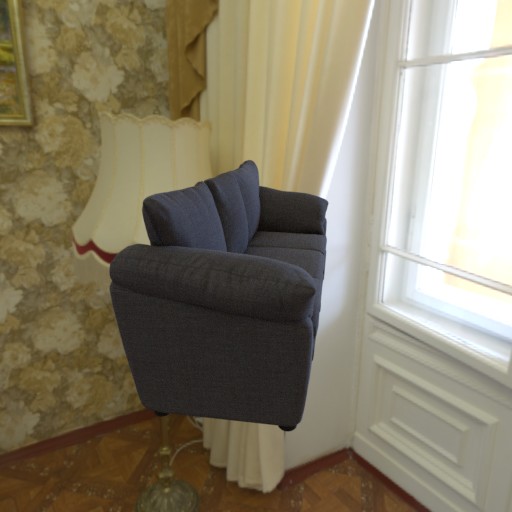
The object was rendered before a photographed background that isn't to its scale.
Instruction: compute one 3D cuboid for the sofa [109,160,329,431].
[{"bbox_3d":[0.000,0.000,2.880,0.883,1.080,2.336,3,17,10],"label":"sofa"}]
